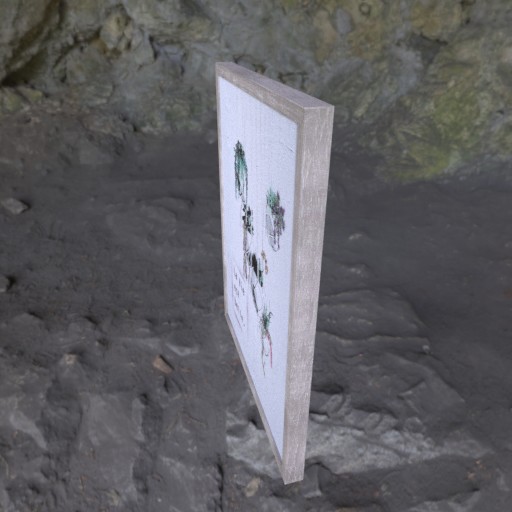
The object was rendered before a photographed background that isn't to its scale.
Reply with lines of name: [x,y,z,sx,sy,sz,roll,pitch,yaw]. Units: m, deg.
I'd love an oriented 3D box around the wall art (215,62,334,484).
wall art: [0.000,0.000,0.693,0.032,0.521,0.421,-8,30,-14]
